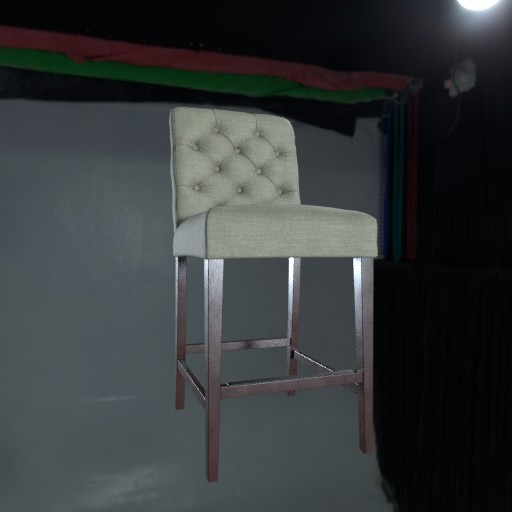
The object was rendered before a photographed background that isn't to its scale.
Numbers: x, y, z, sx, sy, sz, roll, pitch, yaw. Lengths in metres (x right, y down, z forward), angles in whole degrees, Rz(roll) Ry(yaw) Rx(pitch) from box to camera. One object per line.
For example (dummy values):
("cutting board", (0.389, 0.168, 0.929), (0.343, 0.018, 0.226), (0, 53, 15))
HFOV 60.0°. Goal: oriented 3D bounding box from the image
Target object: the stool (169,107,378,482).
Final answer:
("stool", (0.000, 0.000, 1.434), (0.486, 1.084, 0.660), (0, 1, -19))
